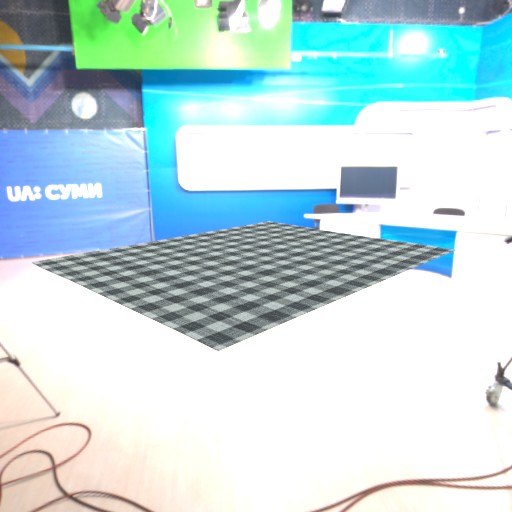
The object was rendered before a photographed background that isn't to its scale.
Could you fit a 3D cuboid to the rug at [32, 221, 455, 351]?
[{"bbox_3d":[0.000,0.000,4.030,2.432,0.013,3.021,13,19,43],"label":"rug"}]
